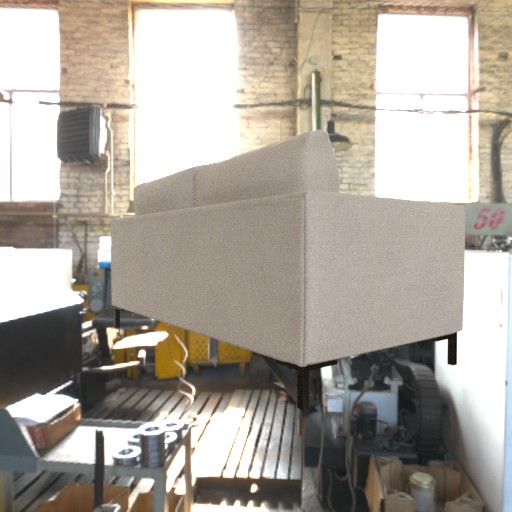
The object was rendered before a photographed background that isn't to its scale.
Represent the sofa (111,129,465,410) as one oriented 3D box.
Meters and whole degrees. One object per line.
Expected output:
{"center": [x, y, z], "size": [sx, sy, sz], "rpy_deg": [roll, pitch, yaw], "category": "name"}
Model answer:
{"center": [0.000, 0.000, 2.150], "size": [0.875, 0.840, 1.682], "rpy_deg": [-1, 2, -36], "category": "sofa"}
